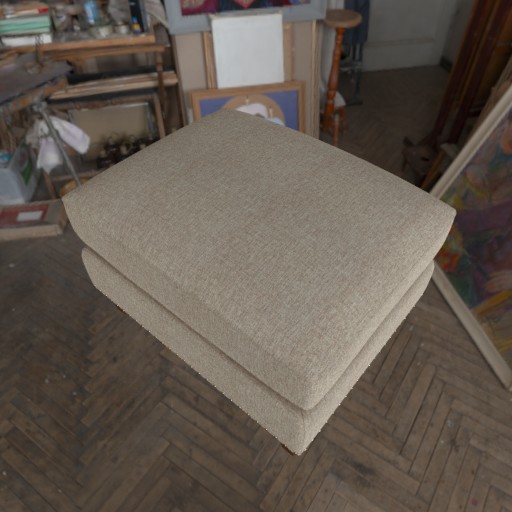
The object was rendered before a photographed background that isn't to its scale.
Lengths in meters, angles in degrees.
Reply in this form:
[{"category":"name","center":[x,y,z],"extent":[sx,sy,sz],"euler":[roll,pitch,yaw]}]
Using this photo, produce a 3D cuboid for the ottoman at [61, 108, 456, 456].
[{"category":"ottoman","center":[0.000,0.000,1.147],"extent":[0.741,0.513,0.584],"euler":[32,54,26]}]
